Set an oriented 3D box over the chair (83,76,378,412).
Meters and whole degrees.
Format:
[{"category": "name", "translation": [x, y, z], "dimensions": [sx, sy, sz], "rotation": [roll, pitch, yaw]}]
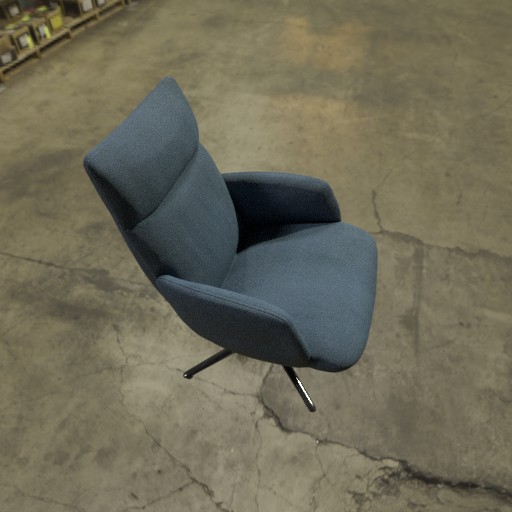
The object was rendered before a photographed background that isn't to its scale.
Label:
[{"category": "chair", "translation": [0.000, 0.000, 1.599], "dimensions": [0.889, 1.016, 0.711], "rotation": [12, 47, 11]}]
